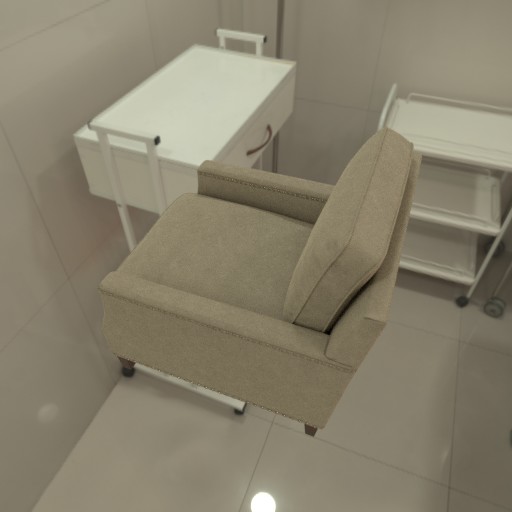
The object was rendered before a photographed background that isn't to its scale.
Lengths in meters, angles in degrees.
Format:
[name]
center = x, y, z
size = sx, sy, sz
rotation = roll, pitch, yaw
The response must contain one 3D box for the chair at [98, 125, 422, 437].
[chair]
center = 0.000, 0.000, 1.735
size = 1.014, 0.943, 0.853
rotation = 15, 47, 15
